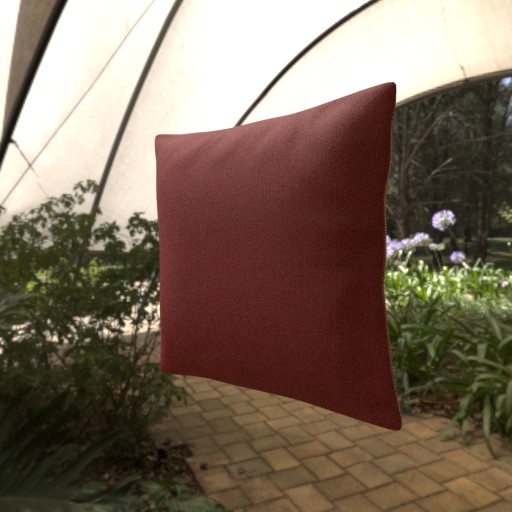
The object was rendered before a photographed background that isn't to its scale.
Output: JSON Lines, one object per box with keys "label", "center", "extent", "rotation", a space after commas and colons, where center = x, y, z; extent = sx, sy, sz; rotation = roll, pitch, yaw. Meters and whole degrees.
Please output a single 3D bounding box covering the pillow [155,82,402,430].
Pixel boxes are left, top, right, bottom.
{"label": "pillow", "center": [0.000, 0.000, 0.779], "extent": [0.513, 0.497, 0.166], "rotation": [1, 1, 37]}
